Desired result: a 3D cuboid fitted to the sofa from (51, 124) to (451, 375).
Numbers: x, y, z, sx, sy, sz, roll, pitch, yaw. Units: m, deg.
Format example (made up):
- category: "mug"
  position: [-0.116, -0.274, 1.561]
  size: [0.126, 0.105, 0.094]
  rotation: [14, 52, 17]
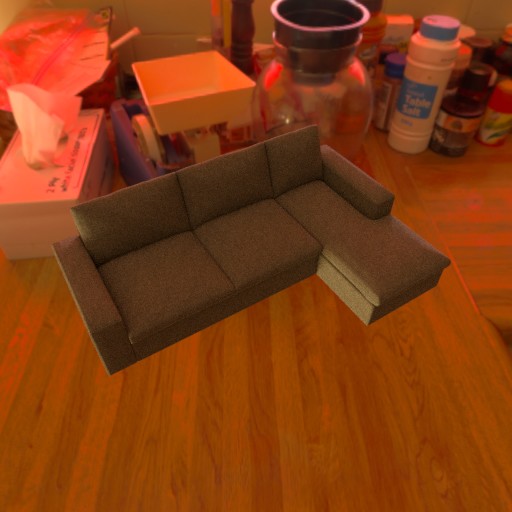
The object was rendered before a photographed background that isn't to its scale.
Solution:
- category: "sofa"
  position: [0.000, 0.000, 3.541]
  size: [2.718, 0.940, 1.689]
  rotation: [-24, 51, -22]
